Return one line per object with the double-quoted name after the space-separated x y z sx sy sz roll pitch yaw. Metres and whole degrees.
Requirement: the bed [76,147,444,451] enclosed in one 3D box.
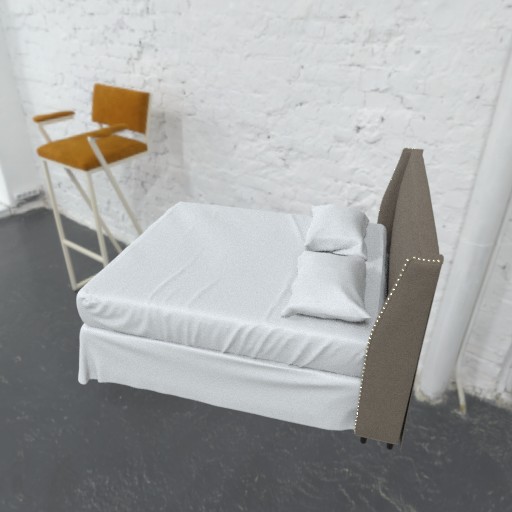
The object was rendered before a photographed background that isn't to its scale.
0.000 0.000 3.332 2.276 1.332 1.925 8 30 13 "bed"
